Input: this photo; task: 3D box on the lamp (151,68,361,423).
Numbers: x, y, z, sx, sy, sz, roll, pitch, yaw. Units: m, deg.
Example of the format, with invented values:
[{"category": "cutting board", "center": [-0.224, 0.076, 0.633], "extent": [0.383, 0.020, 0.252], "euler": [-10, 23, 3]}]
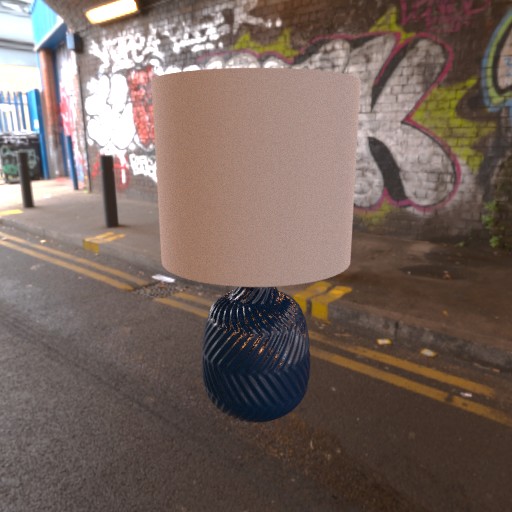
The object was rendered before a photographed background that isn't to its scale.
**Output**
[{"category": "lamp", "center": [0.000, 0.000, 0.487], "extent": [0.203, 0.368, 0.203], "euler": [-3, 15, -10]}]
